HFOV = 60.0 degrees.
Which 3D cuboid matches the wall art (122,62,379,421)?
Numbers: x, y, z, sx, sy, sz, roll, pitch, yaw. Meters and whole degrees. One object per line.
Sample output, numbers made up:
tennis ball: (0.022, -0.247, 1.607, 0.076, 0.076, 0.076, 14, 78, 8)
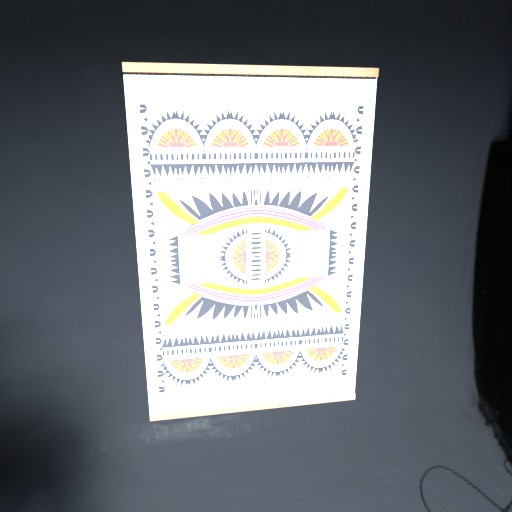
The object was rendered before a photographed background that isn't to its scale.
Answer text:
wall art: (0.000, 0.000, 1.929, 0.999, 1.533, 0.028, -3, 16, -9)
